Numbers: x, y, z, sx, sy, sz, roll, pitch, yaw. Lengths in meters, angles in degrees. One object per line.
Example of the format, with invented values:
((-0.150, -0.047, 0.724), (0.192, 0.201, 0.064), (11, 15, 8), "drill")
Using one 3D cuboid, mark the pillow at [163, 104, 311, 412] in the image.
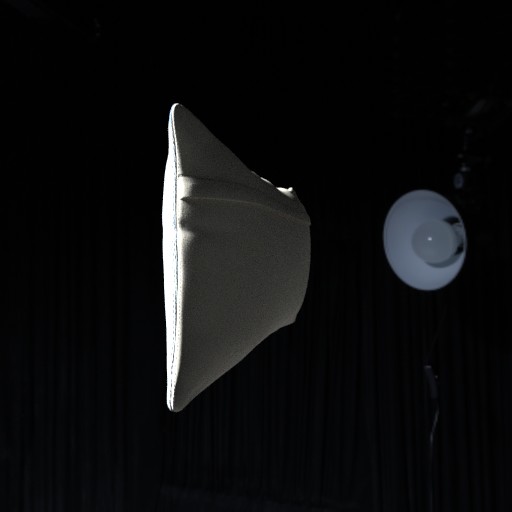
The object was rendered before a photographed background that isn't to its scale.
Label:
((0.000, 0.000, 0.720), (0.148, 0.307, 0.604), (0, 0, 16), "pillow")
